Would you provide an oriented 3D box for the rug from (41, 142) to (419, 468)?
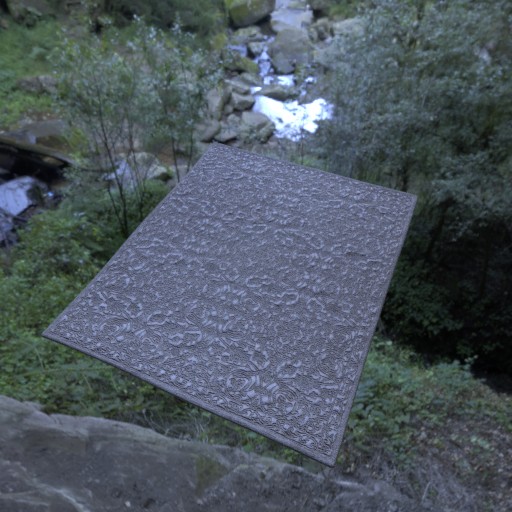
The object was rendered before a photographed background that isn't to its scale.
[{"bbox_3d":[0.000,0.000,4.161,2.472,0.035,3.017,18,50,16],"label":"rug"}]
